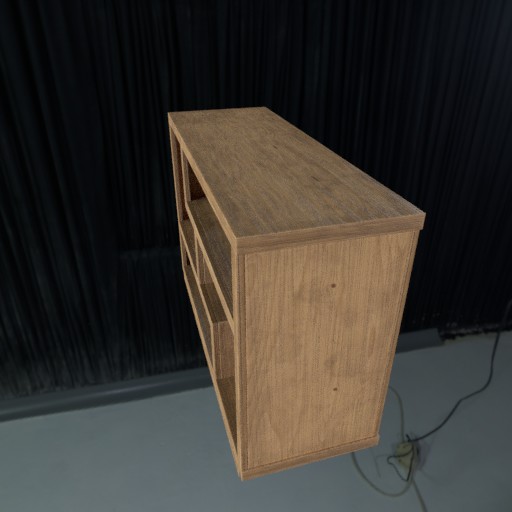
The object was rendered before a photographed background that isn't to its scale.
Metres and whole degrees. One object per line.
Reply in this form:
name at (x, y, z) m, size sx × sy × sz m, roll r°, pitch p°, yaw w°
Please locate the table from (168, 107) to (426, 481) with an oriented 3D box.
table at (0.000, 0.000, 1.551) m, size 0.410 × 0.771 × 1.151 m, roll -8°, pitch 31°, yaw -14°
